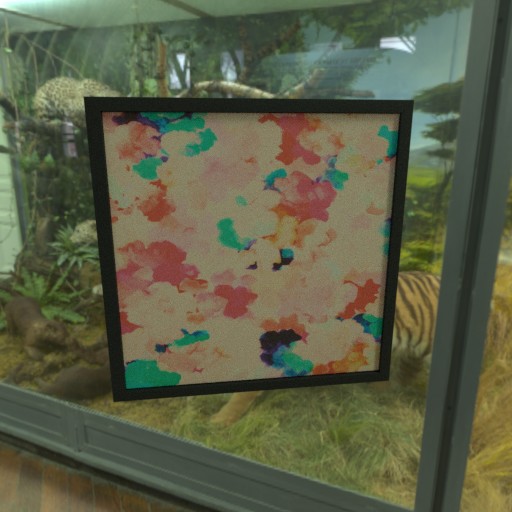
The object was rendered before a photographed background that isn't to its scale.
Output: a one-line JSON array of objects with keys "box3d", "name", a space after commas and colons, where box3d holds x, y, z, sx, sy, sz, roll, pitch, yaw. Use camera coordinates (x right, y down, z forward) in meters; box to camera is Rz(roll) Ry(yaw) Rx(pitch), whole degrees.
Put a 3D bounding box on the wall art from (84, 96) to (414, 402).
[{"box3d": [0.000, 0.000, 0.454, 0.306, 0.304, 0.015, -2, 16, -8], "name": "wall art"}]
